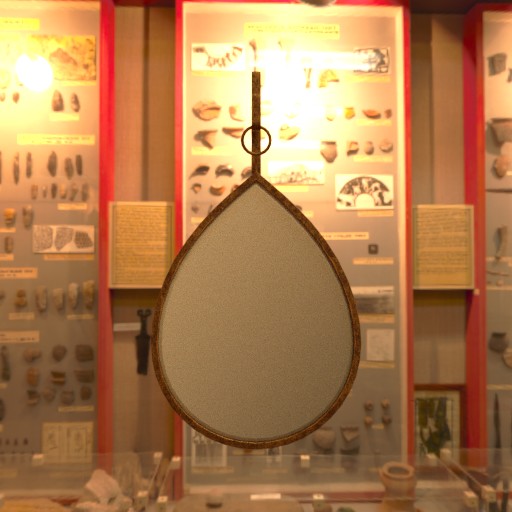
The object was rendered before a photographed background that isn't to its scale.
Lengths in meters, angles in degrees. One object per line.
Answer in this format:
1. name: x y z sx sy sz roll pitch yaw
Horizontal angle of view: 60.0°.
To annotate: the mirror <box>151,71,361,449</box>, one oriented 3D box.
1. mirror: 0.000 0.000 0.921 0.405 0.744 0.144 0 -1 -1
